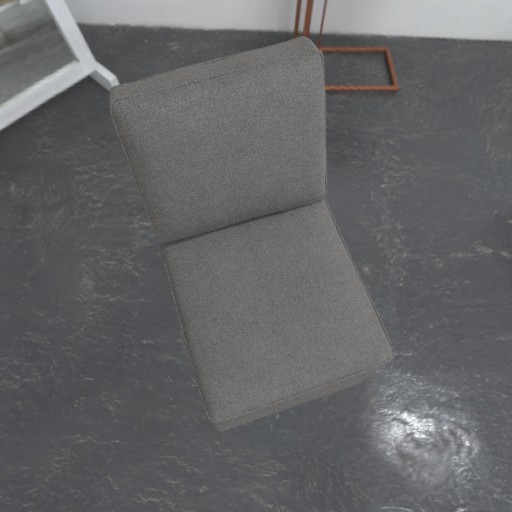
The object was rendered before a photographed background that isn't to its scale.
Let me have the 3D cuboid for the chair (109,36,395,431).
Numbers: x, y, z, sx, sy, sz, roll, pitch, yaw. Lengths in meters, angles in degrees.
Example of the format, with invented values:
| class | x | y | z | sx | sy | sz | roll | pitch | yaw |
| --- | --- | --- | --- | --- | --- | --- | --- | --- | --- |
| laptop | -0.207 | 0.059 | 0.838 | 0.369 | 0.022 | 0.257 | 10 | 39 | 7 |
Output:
| class | x | y | z | sx | sy | sz | roll | pitch | yaw |
| --- | --- | --- | --- | --- | --- | --- | --- | --- | --- |
| chair | 0.000 | 0.000 | 1.481 | 0.621 | 0.970 | 0.938 | -17 | 66 | -8 |
